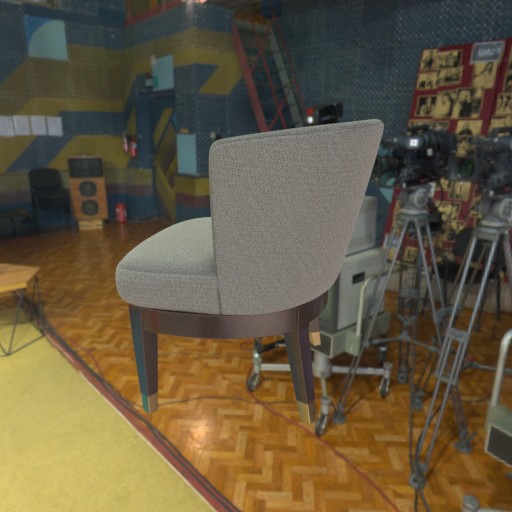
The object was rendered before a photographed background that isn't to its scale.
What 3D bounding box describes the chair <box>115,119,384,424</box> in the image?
[{"bbox_3d":[0.000,0.000,1.297,0.660,0.760,0.700,3,16,9],"label":"chair"}]
